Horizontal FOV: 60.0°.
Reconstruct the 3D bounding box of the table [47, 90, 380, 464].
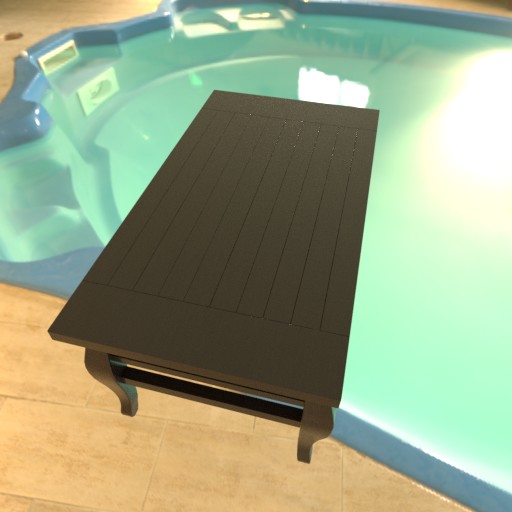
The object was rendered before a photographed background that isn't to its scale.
[{"bbox_3d":[0.000,0.000,1.362,0.600,0.494,1.062,11,47,10],"label":"table"}]
